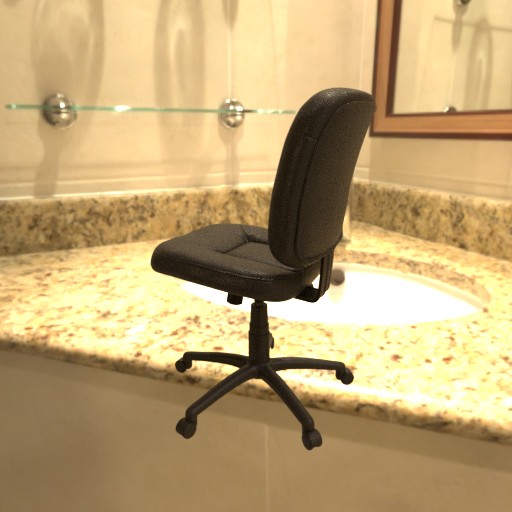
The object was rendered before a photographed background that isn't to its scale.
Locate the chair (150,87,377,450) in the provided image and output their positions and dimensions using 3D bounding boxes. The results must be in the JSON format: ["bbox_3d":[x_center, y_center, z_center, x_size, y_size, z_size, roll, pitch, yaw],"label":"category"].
[{"bbox_3d":[0.000,0.000,1.383,0.646,0.959,0.647,8,18,25],"label":"chair"}]
